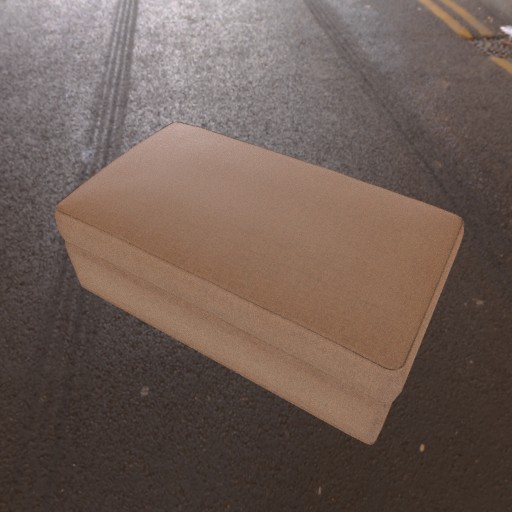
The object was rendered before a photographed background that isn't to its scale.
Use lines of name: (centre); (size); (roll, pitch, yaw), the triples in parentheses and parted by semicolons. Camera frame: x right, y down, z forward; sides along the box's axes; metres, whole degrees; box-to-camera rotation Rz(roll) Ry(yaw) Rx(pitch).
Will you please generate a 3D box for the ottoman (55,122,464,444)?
ottoman: (0.000, 0.000, 1.431); (1.097, 0.448, 0.617); (23, 51, 21)
